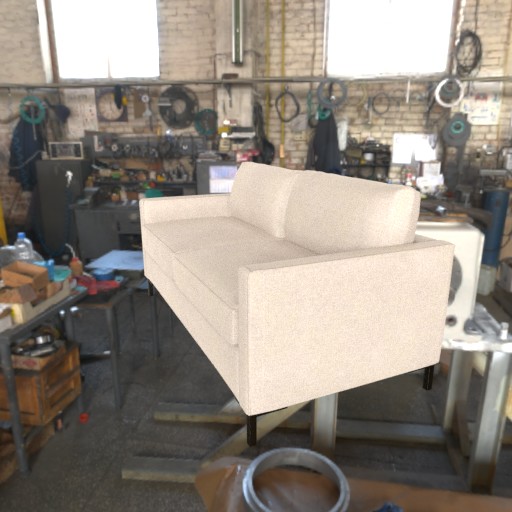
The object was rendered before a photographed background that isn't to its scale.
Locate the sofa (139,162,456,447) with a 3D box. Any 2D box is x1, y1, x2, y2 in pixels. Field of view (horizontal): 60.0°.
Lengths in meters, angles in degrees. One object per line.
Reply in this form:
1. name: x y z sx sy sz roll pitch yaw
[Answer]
1. sofa: 0.000 0.000 2.233 0.875 0.840 1.682 -7 17 -24
